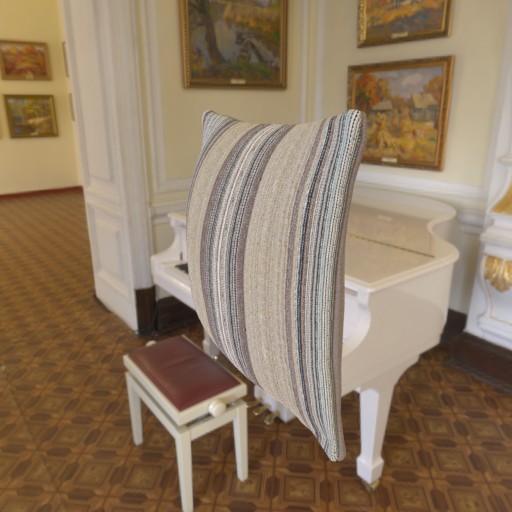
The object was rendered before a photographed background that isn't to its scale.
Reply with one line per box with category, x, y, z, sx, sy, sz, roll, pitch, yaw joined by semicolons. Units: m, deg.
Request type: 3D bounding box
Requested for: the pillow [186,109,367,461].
pillow;0.000;0.000;0.661;0.189;0.416;0.435;-9;20;-24
